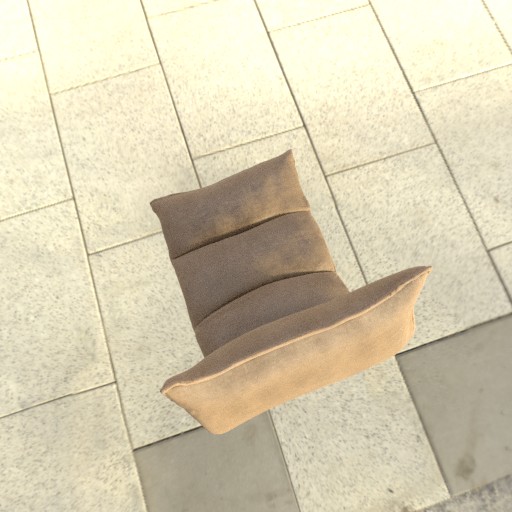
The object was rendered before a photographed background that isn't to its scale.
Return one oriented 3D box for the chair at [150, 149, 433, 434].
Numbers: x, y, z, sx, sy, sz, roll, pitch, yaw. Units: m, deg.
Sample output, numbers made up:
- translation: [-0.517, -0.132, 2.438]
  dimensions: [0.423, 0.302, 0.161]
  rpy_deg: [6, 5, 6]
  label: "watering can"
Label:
- translation: [0.000, 0.000, 1.548]
  dimensions: [0.714, 0.892, 0.985]
  rpy_deg: [-20, 76, -5]
  label: "chair"
